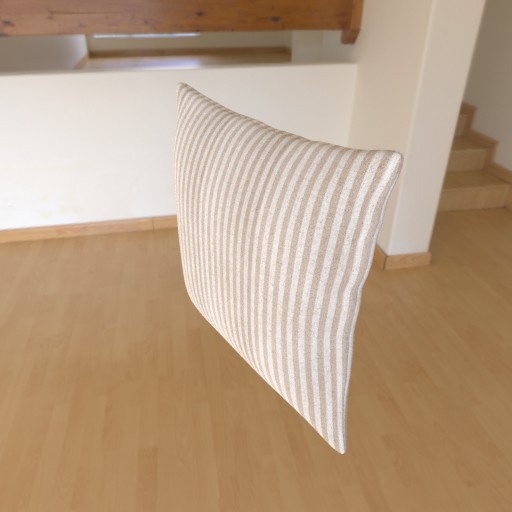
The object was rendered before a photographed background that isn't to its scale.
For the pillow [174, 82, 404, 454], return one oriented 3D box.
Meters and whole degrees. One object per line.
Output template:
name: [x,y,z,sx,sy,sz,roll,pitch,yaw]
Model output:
pillow: [0.000,0.000,0.783,0.166,0.510,0.523,-20,37,-30]
